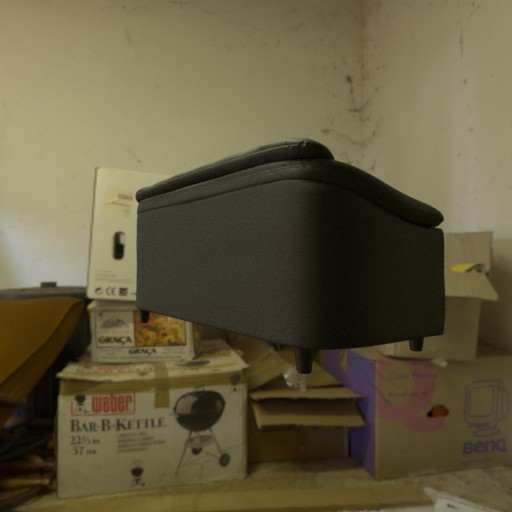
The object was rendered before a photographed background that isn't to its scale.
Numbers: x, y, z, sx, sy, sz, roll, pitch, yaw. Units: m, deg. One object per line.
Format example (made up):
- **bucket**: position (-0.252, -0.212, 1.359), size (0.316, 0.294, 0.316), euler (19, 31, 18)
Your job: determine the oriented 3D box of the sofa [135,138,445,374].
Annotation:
- **sofa**: position (0.000, 0.000, 2.300), size (0.800, 0.811, 1.829), euler (0, -1, -35)
